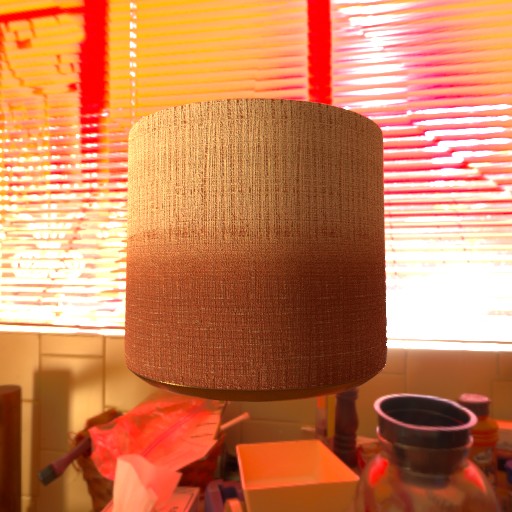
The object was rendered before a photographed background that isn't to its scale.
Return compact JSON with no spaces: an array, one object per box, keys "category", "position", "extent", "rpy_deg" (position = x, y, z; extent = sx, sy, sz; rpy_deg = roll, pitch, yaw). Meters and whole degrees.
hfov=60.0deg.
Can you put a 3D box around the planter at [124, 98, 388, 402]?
[{"category":"planter","position":[0.000,0.000,0.390],"extent":[0.221,0.201,0.221],"rpy_deg":[0,-1,0]}]
